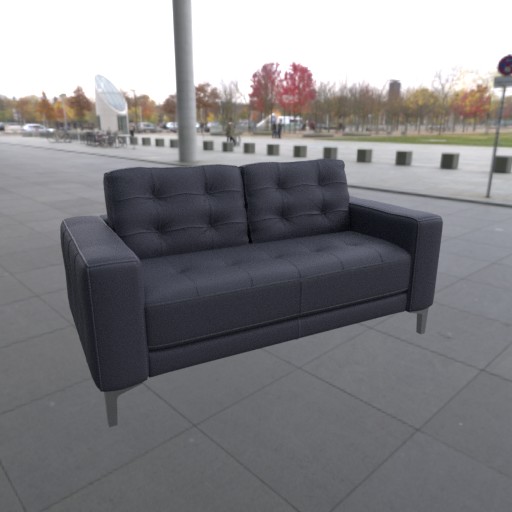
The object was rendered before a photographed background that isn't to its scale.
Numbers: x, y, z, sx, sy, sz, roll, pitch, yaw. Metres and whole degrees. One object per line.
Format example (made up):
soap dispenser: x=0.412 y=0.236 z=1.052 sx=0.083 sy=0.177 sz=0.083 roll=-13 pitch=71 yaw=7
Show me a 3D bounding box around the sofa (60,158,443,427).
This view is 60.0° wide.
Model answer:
sofa: x=0.000 y=0.000 z=2.213 sx=1.726 sy=0.893 sz=0.833 roll=-9 pitch=19 yaw=-27
